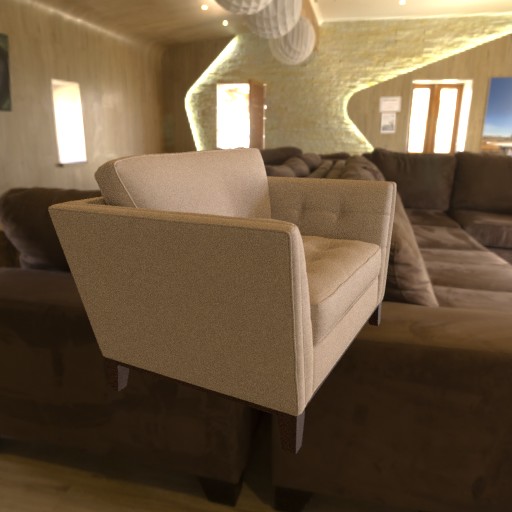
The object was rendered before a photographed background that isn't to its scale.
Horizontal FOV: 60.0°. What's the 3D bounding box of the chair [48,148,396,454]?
[{"bbox_3d":[0.000,0.000,2.042,0.965,0.940,1.397,8,17,27],"label":"chair"}]
